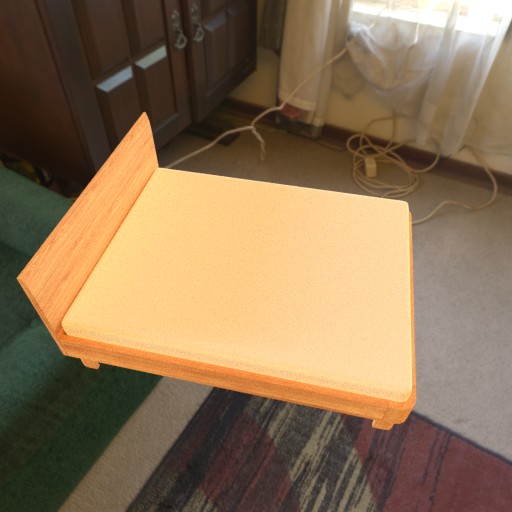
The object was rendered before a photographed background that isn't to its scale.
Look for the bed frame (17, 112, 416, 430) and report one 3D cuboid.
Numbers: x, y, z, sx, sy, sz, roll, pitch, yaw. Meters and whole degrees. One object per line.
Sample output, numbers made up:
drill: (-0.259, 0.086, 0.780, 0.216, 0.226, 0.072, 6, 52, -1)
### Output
bed frame: (0.000, 0.000, 2.961, 2.092, 0.940, 1.660, 9, 48, 8)
